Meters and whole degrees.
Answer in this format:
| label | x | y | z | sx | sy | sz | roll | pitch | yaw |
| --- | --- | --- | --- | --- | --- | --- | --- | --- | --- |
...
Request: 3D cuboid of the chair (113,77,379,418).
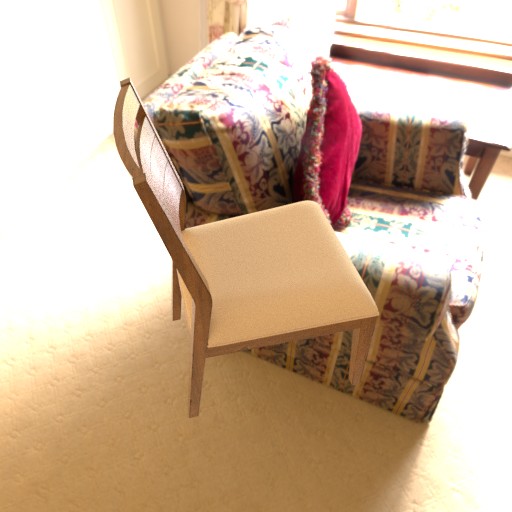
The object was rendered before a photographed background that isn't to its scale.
| label | x | y | z | sx | sy | sz | roll | pitch | yaw |
| --- | --- | --- | --- | --- | --- | --- | --- | --- | --- |
| chair | 0.000 | 0.000 | 1.297 | 0.610 | 0.939 | 0.497 | -11 | 47 | -10 |
